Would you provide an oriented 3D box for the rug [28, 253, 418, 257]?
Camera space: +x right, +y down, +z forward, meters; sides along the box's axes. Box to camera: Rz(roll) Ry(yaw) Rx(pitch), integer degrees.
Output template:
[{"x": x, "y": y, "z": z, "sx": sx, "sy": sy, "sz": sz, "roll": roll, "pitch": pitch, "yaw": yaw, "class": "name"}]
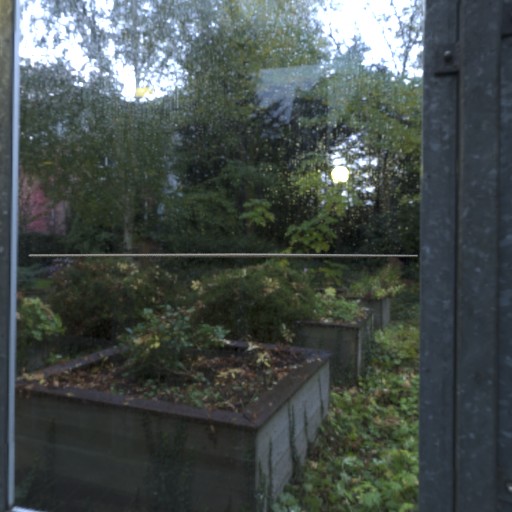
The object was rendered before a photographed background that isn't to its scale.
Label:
[{"x": 0.000, "y": 0.000, "z": 2.969, "sx": 1.528, "sy": 0.014, "sz": 2.294, "roll": 0, "pitch": 0, "yaw": 35, "class": "rug"}]
